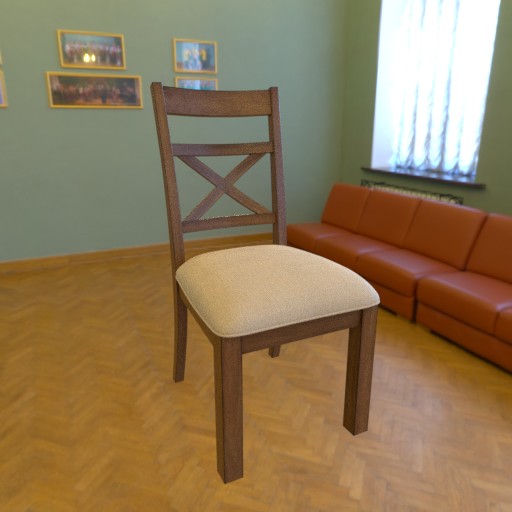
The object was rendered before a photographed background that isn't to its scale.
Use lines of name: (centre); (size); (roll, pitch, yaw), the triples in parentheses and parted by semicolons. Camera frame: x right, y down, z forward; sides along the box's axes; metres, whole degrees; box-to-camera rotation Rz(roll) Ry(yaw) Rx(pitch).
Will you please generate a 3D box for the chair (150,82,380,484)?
chair: (0.000, 0.000, 1.263); (0.461, 0.949, 0.581); (-8, 18, -25)
